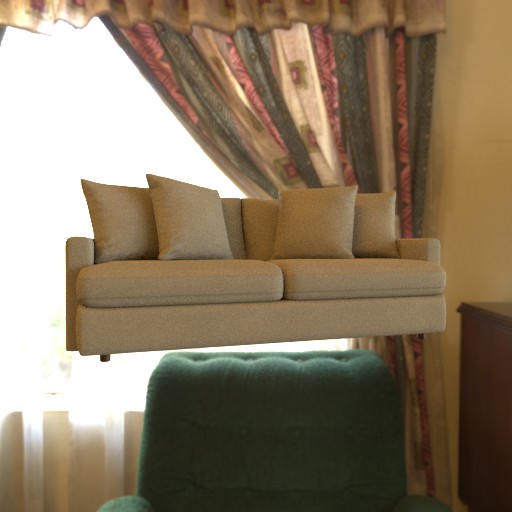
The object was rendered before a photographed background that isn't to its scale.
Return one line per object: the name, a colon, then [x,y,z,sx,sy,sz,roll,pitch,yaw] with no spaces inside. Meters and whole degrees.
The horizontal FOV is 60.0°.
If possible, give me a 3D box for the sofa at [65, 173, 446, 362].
sofa: [0.000,0.000,3.105,2.380,1.084,1.228,0,1,-17]
